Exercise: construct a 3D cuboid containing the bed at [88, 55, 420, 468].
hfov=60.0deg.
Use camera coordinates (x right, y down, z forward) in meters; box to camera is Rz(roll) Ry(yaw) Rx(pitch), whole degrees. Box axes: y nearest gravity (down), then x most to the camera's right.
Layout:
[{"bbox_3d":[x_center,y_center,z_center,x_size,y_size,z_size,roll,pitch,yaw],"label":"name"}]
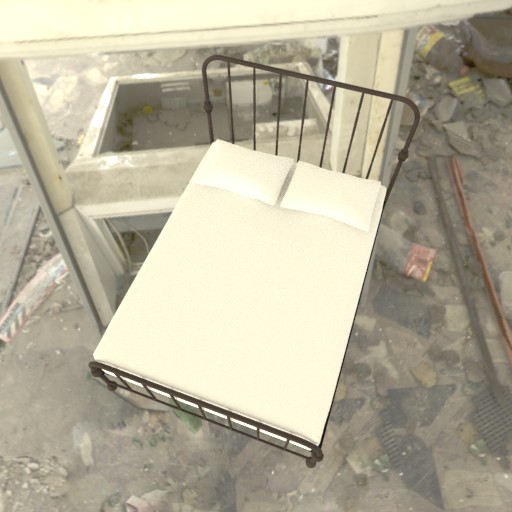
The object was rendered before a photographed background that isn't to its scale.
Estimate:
[{"bbox_3d":[0.000,0.000,3.070,1.616,1.446,2.134,17,60,10],"label":"bed"}]
